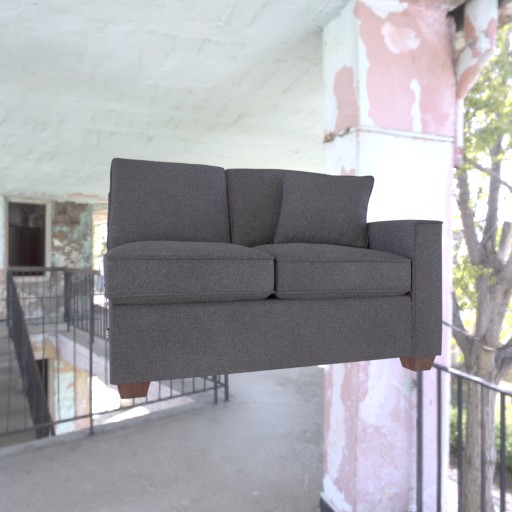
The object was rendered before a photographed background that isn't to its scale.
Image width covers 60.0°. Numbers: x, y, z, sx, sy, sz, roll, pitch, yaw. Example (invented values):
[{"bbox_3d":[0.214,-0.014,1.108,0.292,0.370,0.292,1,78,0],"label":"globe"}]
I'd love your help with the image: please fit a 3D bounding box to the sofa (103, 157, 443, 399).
[{"bbox_3d":[0.000,0.000,2.122,1.388,0.989,0.991,0,0,-18],"label":"sofa"}]
